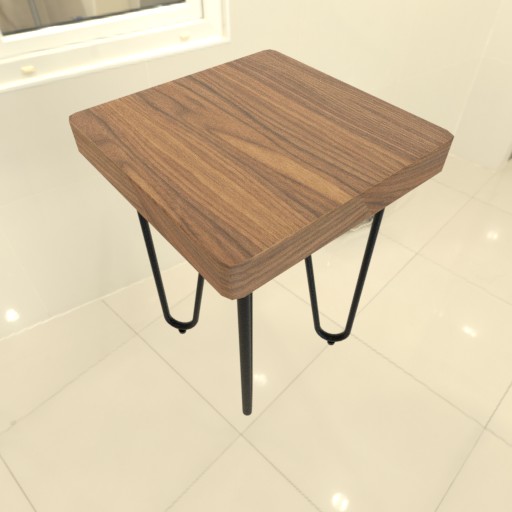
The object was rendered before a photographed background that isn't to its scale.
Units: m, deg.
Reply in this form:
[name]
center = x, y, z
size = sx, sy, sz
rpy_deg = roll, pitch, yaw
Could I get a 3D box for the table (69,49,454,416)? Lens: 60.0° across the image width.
[table]
center = 0.000, 0.000, 0.985
size = 0.479, 0.641, 0.480
rpy_deg = -31, 53, -26
